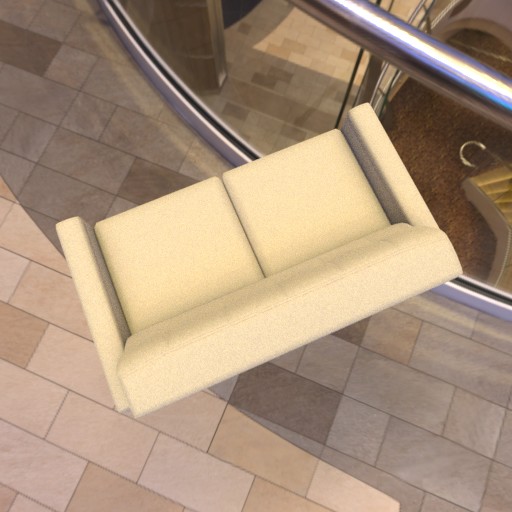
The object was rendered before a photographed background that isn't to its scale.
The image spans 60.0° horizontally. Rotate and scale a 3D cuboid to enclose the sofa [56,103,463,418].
[{"bbox_3d":[0.000,0.000,2.193,1.655,0.892,0.980,-23,77,-6],"label":"sofa"}]
